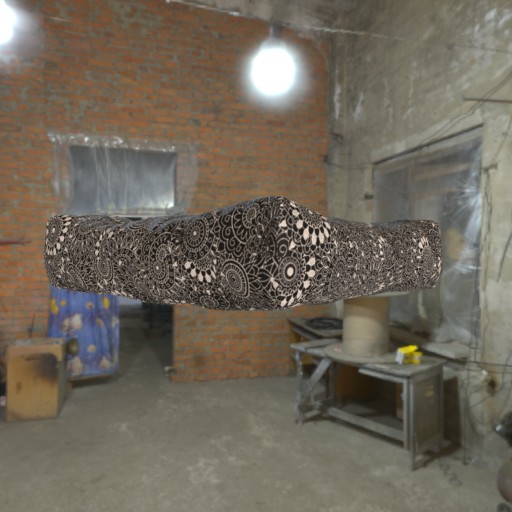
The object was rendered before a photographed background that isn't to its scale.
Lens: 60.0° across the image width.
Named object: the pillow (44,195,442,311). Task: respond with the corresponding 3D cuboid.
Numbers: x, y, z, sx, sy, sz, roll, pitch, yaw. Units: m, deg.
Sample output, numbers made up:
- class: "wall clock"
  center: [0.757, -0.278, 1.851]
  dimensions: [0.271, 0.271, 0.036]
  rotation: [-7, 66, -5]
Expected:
- class: "pillow"
  center: [0.000, 0.000, 0.722]
  dimensions: [0.468, 0.128, 0.490]
  rotation: [0, 0, 39]
